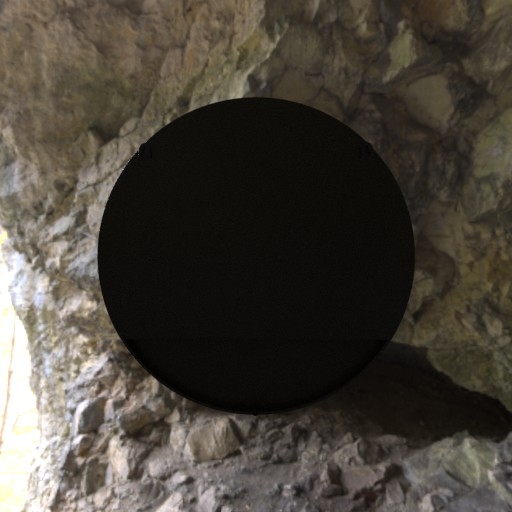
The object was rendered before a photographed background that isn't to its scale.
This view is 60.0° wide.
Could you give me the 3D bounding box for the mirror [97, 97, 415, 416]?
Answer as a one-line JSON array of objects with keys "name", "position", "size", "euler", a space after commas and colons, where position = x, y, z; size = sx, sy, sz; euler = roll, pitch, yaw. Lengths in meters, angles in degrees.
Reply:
[{"name": "mirror", "position": [0.000, 0.000, 0.699], "size": [0.457, 0.457, 0.133], "euler": [0, 0, 1]}]
